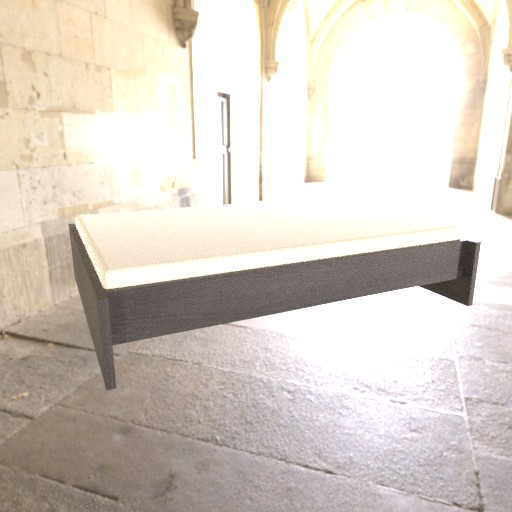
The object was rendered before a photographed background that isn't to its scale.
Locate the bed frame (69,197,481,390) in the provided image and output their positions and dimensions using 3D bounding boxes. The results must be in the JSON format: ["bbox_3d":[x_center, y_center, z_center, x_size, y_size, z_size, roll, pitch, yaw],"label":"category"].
[{"bbox_3d":[0.000,0.000,2.642,1.950,0.432,1.490,-7,17,-25],"label":"bed frame"}]
